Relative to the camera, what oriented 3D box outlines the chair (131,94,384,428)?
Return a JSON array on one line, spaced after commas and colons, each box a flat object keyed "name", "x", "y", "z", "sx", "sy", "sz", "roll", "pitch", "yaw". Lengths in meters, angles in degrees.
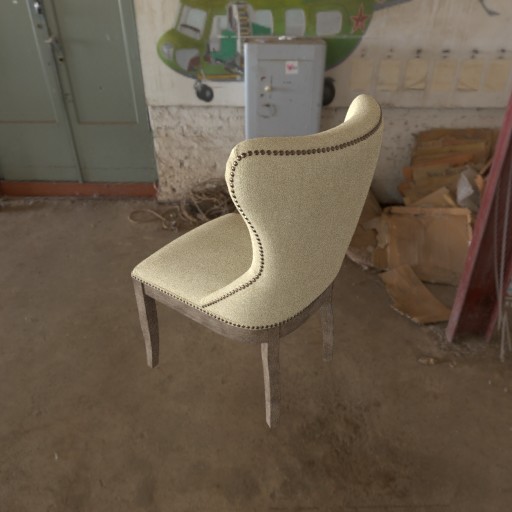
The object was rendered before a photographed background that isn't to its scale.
[{"name": "chair", "x": 0.000, "y": 0.000, "z": 1.495, "sx": 0.681, "sy": 1.002, "sz": 0.654, "roll": 22, "pitch": 38, "yaw": 31}]
